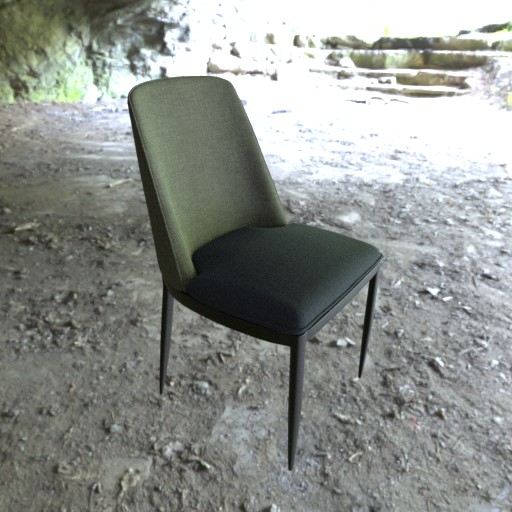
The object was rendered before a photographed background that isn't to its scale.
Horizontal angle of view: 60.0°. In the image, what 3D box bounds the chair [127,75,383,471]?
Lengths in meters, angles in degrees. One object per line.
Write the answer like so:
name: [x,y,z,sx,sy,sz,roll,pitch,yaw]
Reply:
chair: [0.000,0.000,1.171,0.550,0.855,0.488,18,32,32]
